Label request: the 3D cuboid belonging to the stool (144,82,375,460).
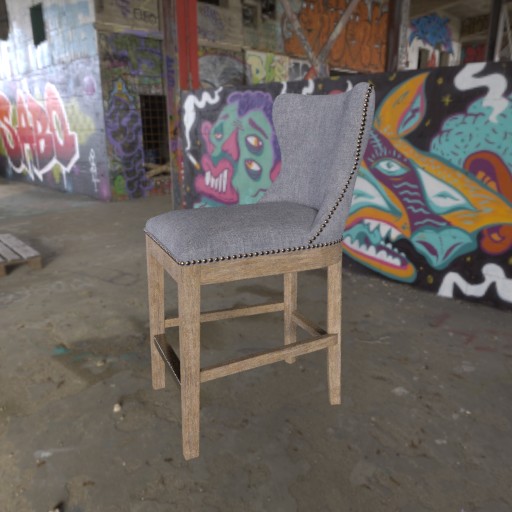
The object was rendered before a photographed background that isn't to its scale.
[{"bbox_3d":[0.000,0.000,1.364,0.608,0.981,0.498,-7,18,-24],"label":"stool"}]
